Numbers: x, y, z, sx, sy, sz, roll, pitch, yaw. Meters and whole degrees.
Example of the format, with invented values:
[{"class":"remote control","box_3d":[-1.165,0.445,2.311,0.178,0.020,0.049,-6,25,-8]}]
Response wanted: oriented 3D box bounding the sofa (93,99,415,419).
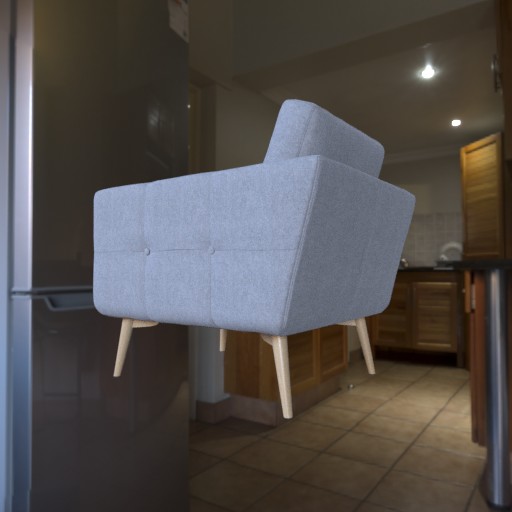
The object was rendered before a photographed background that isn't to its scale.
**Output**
[{"class":"sofa","box_3d":[0.000,0.000,1.581,0.920,0.860,0.770,-1,-1,36]}]
